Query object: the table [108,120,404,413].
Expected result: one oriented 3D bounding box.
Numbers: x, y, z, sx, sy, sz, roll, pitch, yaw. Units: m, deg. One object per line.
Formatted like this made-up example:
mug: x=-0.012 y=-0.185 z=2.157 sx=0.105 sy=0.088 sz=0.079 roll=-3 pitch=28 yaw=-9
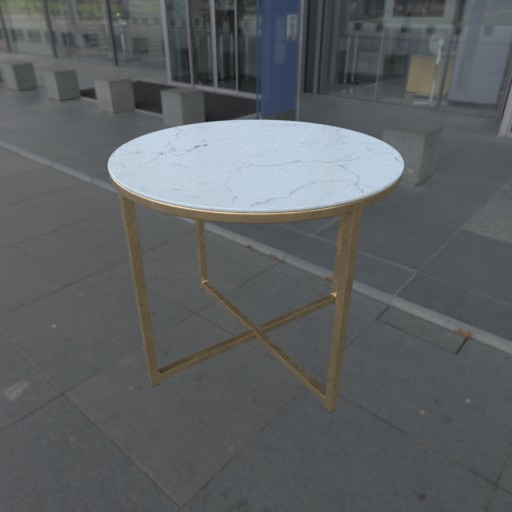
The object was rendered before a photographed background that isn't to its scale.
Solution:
table: x=0.000 y=0.000 z=0.881 sx=0.500 sy=0.420 sz=0.500 roll=0 pitch=30 yaw=0
